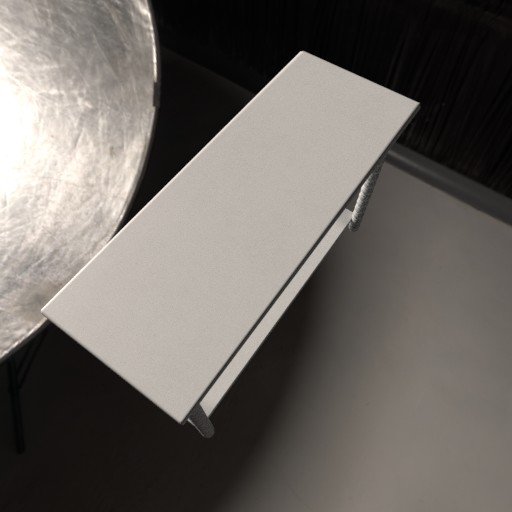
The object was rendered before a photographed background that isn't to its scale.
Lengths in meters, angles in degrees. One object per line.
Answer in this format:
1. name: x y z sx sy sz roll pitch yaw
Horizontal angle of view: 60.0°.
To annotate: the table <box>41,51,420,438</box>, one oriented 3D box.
1. table: 0.000 0.000 1.561 0.459 0.740 1.184 32 66 16
